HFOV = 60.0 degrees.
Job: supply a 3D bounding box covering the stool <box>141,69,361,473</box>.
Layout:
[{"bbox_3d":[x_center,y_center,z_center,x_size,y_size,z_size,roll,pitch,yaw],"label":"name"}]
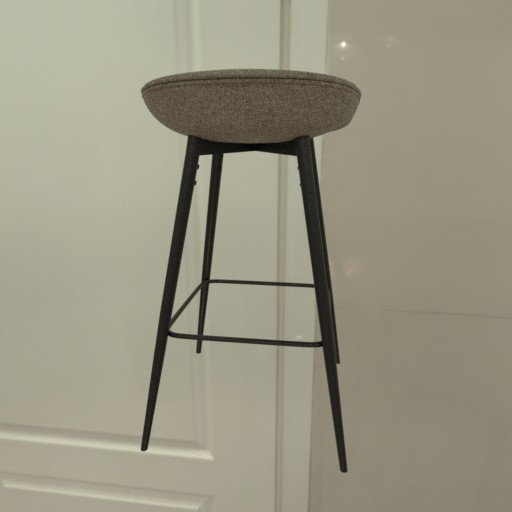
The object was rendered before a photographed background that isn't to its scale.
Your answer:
[{"bbox_3d":[0.000,0.000,1.100,0.469,0.814,0.480,2,16,8],"label":"stool"}]
